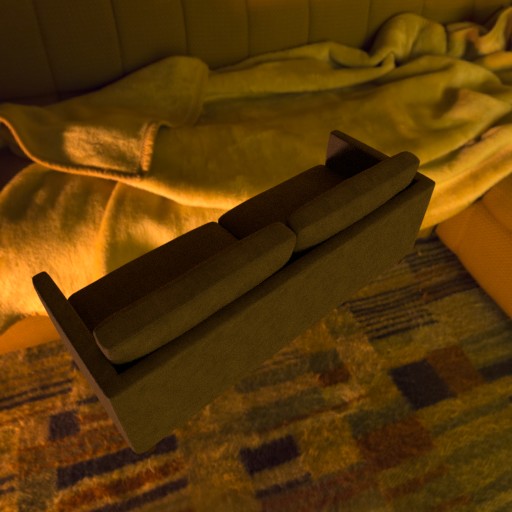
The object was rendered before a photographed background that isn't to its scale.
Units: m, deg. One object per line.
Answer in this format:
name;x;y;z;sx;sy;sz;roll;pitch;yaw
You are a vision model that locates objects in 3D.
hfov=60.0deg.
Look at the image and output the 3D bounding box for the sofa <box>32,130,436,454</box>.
sofa;0.000;0.000;2.866;2.434;0.965;0.951;-31;53;-27
